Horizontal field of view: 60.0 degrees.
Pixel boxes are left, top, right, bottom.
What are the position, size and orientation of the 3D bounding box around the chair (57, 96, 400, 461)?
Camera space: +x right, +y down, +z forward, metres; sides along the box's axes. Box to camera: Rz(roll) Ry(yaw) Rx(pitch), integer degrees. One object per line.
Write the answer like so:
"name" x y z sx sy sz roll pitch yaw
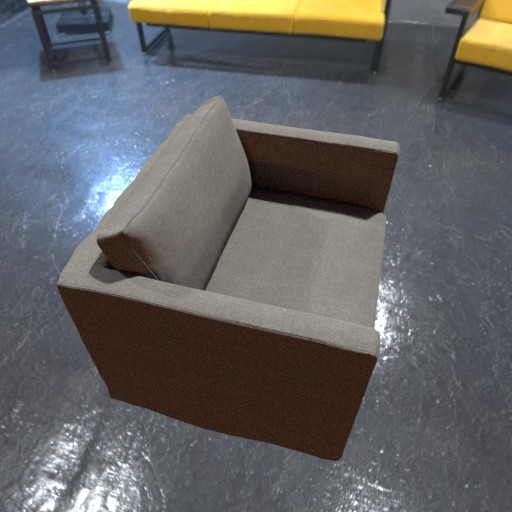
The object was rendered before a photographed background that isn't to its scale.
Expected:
"chair" 0.000 0.000 1.707 0.949 0.863 1.057 11 47 11
